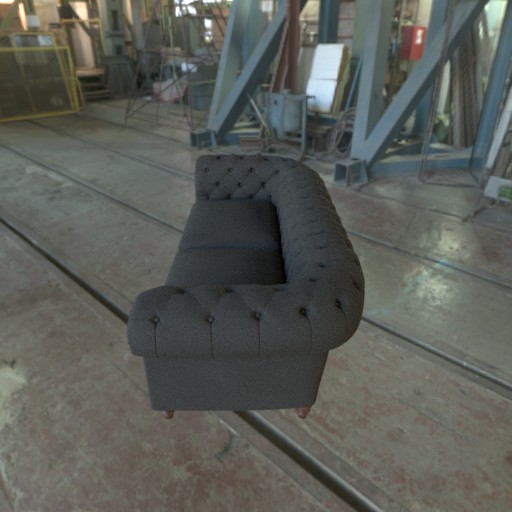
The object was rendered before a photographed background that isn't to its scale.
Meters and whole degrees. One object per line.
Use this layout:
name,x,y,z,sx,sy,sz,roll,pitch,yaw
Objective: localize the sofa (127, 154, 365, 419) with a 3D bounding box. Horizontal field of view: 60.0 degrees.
sofa,0.000,0.000,2.773,0.991,0.762,2.362,0,27,0
